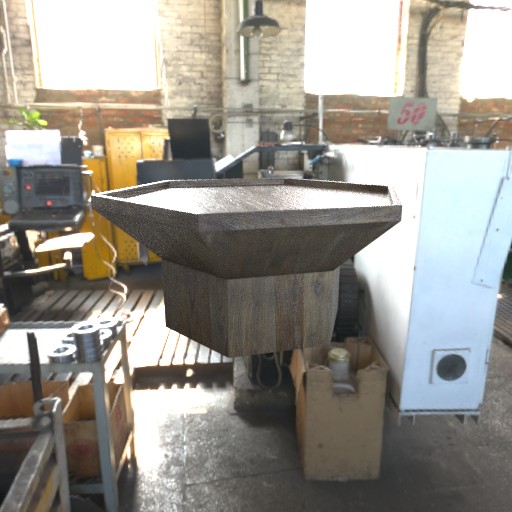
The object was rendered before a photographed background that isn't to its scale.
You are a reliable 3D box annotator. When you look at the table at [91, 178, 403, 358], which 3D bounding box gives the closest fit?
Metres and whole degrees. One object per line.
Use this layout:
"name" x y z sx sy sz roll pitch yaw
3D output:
"table" 0.000 0.000 1.644 1.115 0.488 0.966 14 20 43
